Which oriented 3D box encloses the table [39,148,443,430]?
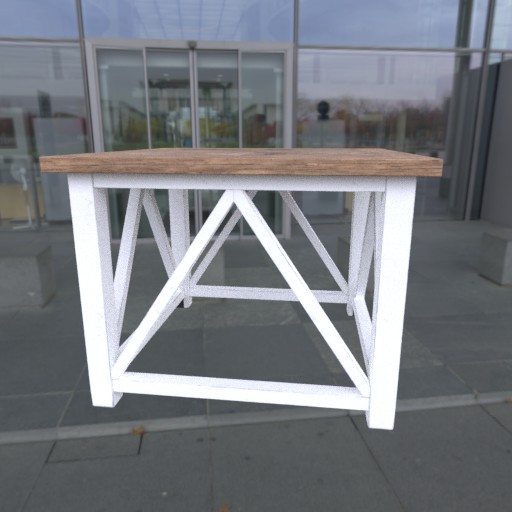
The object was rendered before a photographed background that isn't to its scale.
[{"bbox_3d":[0.000,0.000,1.161,0.700,0.532,0.700,2,15,7],"label":"table"}]
